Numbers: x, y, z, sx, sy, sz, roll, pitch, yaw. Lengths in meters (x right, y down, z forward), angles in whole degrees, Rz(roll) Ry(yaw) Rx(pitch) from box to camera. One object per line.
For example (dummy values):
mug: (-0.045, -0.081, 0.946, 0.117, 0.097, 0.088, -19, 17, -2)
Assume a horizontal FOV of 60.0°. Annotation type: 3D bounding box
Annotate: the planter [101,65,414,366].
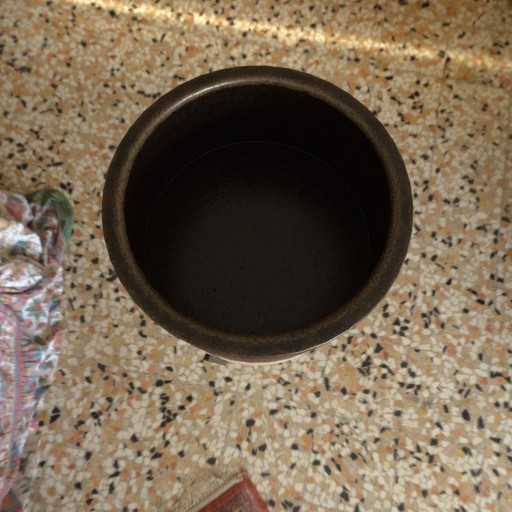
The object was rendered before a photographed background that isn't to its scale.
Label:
planter: (0.000, 0.000, 0.706, 0.345, 0.465, 0.354, 21, 76, 5)
